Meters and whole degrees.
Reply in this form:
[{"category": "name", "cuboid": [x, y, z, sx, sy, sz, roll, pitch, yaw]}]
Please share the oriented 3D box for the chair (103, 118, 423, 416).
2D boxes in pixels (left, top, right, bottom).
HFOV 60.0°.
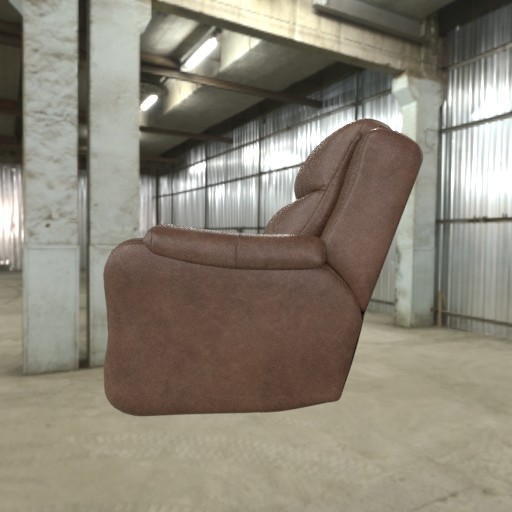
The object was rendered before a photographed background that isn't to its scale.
[{"category": "chair", "cuboid": [0.000, 0.000, 1.798, 1.067, 0.990, 0.940, 0, 2, -1]}]
